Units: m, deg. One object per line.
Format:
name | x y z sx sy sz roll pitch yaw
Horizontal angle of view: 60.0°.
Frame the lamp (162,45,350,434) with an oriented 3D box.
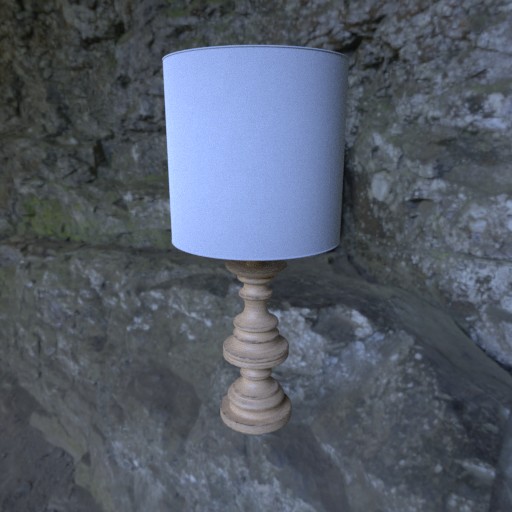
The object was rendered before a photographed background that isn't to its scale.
lamp | 0.000 0.000 0.564 0.208 0.455 0.208 -8 17 -25
